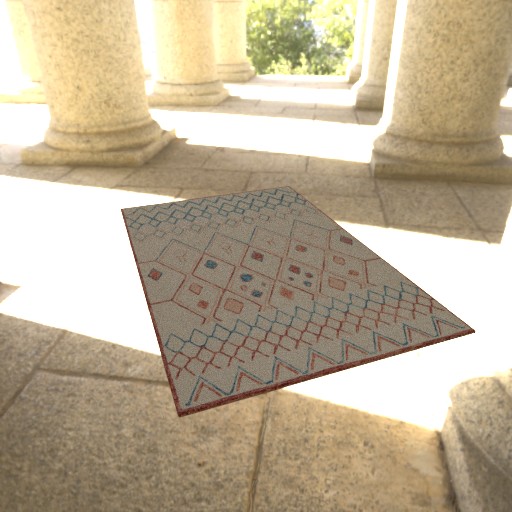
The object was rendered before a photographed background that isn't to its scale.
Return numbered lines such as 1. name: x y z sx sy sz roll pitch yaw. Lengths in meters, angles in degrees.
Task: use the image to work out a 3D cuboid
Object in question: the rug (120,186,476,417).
1. rug: 0.000 0.000 2.353 1.219 0.016 1.829 -10 30 -18
